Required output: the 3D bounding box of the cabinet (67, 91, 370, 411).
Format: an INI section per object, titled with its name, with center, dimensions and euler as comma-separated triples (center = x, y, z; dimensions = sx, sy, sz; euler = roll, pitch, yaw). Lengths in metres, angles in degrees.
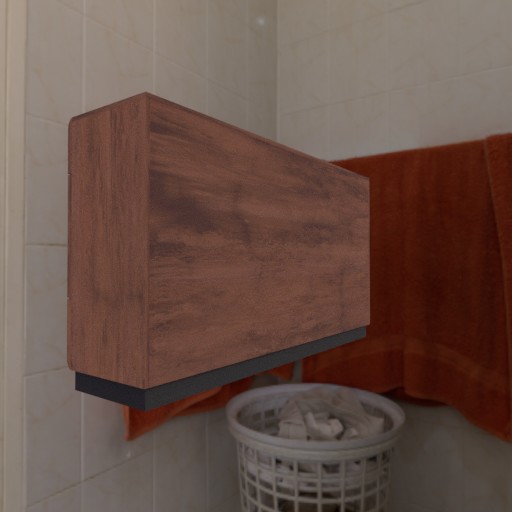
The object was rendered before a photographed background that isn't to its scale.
[cabinet]
center = 0.000, 0.000, 2.002
dimensions = 0.420, 0.900, 1.600
euler = -1, -1, 37
